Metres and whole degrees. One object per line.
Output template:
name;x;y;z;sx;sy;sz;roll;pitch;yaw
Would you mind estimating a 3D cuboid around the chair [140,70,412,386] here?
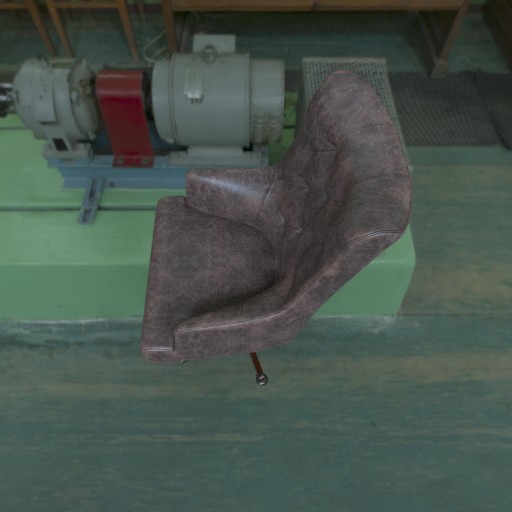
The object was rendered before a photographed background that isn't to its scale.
chair;0.000;0.000;1.512;0.762;1.035;0.641;-1;58;-1
